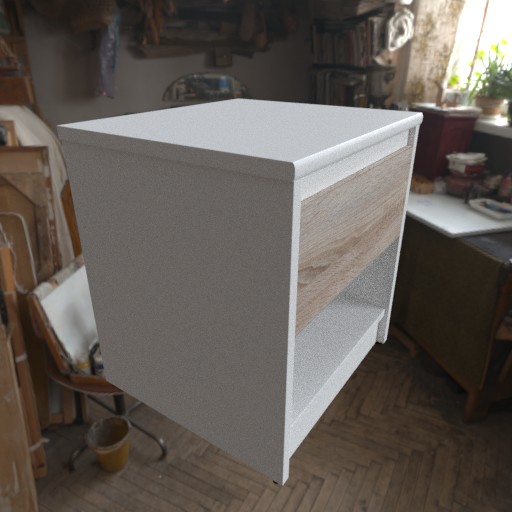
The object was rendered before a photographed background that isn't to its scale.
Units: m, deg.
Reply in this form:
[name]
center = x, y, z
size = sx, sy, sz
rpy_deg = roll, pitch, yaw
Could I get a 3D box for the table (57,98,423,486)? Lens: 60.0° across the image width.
[table]
center = 0.000, 0.000, 0.769
size = 0.380, 0.460, 0.420
rpy_deg = 16, 30, 31
